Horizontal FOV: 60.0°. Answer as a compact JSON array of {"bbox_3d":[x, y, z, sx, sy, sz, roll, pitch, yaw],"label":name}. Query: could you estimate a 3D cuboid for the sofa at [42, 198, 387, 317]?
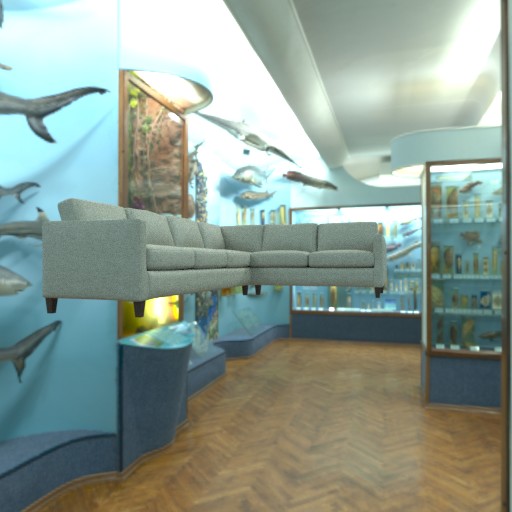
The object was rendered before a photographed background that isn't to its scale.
[{"bbox_3d":[0.000,0.000,4.637,2.522,0.934,3.333,0,-1,19],"label":"sofa"}]
